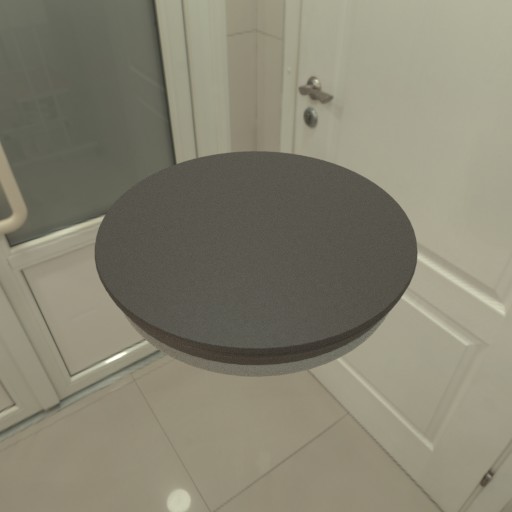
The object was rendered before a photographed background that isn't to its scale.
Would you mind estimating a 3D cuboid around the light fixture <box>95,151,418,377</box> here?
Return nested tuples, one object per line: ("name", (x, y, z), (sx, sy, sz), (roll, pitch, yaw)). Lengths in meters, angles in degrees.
("light fixture", (0.000, 0.000, 0.554), (0.368, 0.100, 0.368), (0, 40, 0))
